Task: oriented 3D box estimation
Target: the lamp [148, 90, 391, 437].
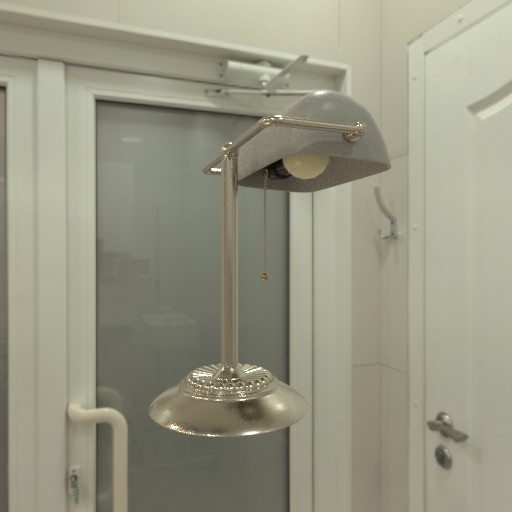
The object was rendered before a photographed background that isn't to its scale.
[{"bbox_3d":[0.000,0.000,0.514,0.243,0.339,0.264,0,0,-20],"label":"lamp"}]
